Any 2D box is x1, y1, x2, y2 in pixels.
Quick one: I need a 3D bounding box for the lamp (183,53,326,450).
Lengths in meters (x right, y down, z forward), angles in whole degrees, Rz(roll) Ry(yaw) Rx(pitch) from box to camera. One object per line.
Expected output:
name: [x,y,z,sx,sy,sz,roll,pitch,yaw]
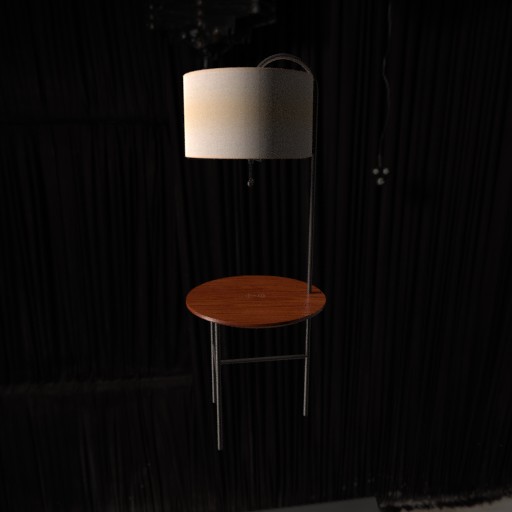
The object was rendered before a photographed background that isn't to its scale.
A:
lamp: [0.000,0.000,1.794,0.573,1.517,0.573,0,15,0]
